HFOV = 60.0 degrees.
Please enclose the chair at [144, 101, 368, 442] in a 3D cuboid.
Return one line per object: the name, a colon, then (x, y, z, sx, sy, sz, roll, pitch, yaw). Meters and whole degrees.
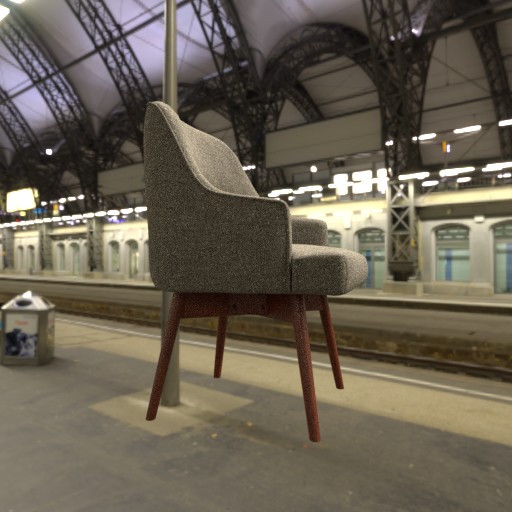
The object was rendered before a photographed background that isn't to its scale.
chair: (0.000, 0.000, 1.330, 0.629, 0.875, 0.608, 0, -1, 18)
